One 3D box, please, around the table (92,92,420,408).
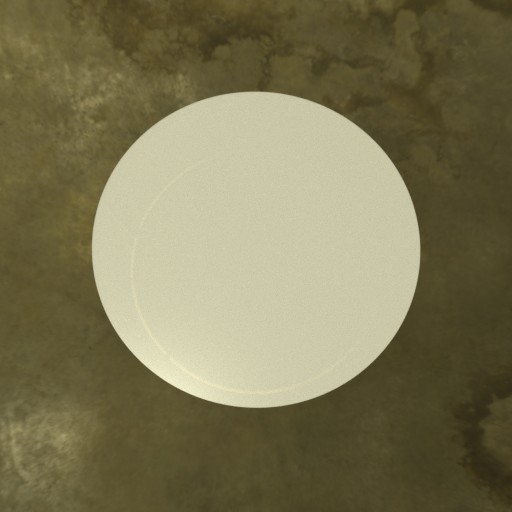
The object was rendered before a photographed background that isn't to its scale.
[{"bbox_3d":[0.000,0.000,1.463,0.914,0.470,0.914,0,76,0],"label":"table"}]
